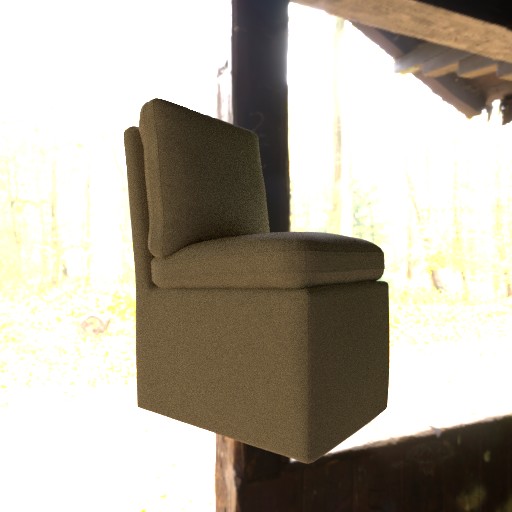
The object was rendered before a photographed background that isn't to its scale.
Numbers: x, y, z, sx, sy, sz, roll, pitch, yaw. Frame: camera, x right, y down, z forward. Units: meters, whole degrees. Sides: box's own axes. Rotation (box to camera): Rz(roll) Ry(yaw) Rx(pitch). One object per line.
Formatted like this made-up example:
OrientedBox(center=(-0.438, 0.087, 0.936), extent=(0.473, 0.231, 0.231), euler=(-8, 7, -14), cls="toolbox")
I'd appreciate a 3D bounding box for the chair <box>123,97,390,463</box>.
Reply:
OrientedBox(center=(0.000, 0.000, 1.354), extent=(0.698, 0.927, 0.503), euler=(0, 0, 37), cls="chair")
